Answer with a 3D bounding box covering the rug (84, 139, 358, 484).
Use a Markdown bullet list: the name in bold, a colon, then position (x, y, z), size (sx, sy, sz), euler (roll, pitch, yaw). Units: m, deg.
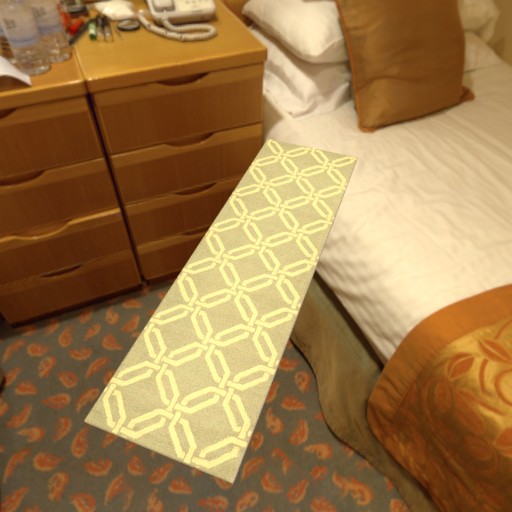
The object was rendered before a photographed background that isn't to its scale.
- **rug**: position (0.000, 0.000, 2.492), size (0.678, 0.014, 2.276), euler (16, 49, 14)
